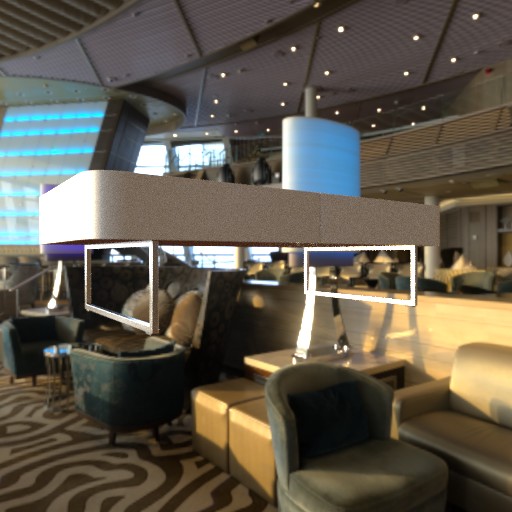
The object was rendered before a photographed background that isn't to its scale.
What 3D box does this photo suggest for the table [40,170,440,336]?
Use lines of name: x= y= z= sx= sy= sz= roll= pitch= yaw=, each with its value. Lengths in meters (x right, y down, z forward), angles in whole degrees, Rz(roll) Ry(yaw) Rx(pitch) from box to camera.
table: x=0.000 y=0.000 z=1.434 sx=1.200 sy=0.340 sz=0.600 roll=0 pitch=0 yaw=-35
